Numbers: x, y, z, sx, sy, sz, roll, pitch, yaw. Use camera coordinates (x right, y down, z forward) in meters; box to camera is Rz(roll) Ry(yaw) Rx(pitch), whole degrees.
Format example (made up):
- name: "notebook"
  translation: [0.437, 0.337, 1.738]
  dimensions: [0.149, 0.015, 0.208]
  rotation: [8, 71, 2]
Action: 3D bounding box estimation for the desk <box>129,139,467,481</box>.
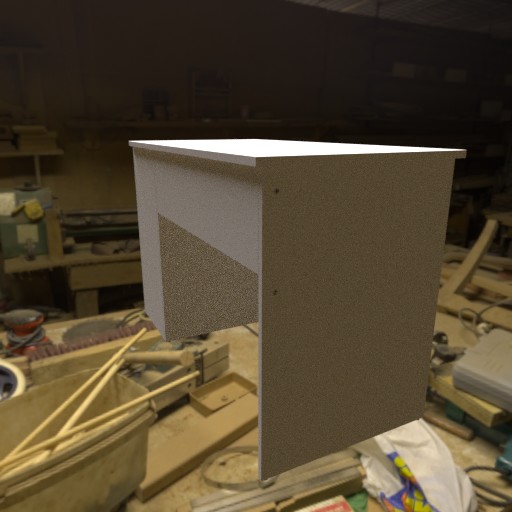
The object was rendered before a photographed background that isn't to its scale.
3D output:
- name: "desk"
  translation: [0.000, 0.000, 1.494]
  dimensions: [0.560, 0.730, 1.096]
  rotation: [-8, 18, -26]
